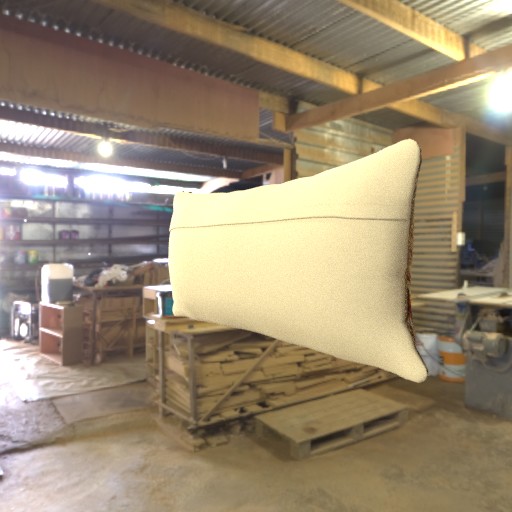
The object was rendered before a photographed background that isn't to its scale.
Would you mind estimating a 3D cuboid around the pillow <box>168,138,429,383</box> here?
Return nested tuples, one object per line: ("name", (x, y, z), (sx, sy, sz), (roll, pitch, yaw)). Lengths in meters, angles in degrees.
("pillow", (0.000, 0.000, 0.746), (0.139, 0.282, 0.635), (-1, 1, -37))
